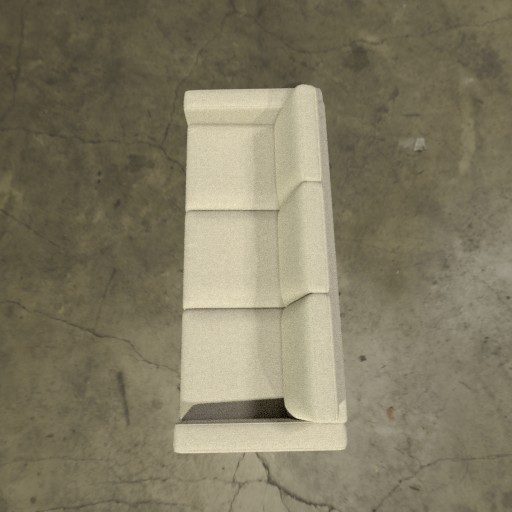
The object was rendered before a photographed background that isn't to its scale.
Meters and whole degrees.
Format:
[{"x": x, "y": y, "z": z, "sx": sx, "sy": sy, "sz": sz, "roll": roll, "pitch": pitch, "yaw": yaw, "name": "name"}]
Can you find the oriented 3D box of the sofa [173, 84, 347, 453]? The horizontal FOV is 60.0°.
[{"x": 0.000, "y": 0.000, "z": 2.689, "sx": 0.900, "sy": 0.800, "sz": 2.160, "roll": -1, "pitch": 74, "yaw": 0, "name": "sofa"}]
